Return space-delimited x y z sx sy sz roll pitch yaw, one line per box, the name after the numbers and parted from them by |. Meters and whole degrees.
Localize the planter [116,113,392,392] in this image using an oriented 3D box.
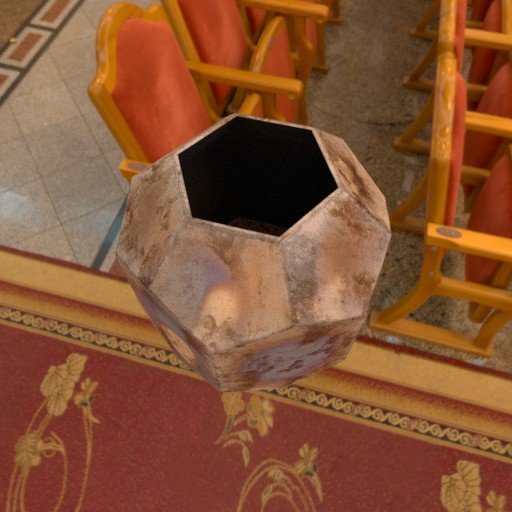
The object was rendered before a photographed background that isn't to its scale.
0.000 0.000 0.430 0.221 0.238 0.243 13 59 8 | planter
